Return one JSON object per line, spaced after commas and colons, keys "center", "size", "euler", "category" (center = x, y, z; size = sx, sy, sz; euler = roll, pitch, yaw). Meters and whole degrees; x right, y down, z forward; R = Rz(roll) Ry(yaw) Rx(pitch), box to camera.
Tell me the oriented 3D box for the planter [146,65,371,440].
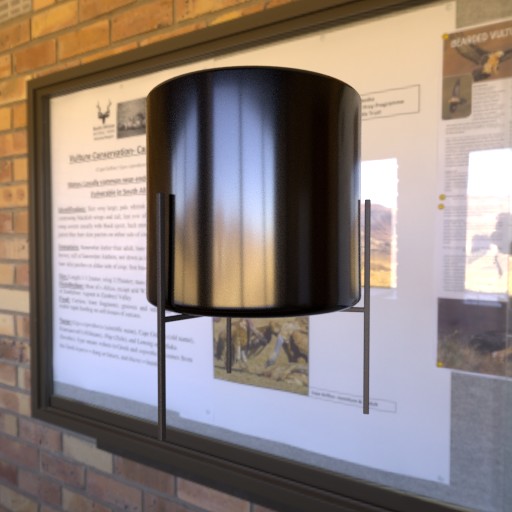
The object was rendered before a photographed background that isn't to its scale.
{"center": [0.000, 0.000, 0.644], "size": [0.310, 0.432, 0.310], "euler": [0, 2, -2], "category": "planter"}
